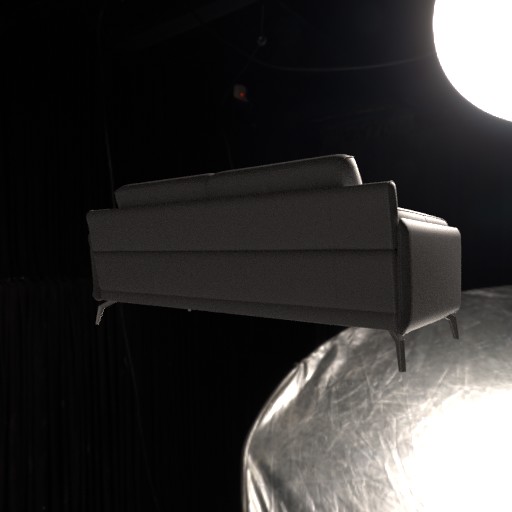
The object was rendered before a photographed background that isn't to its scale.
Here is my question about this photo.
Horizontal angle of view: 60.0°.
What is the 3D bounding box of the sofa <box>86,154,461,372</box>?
[{"bbox_3d":[0.000,0.000,2.647,2.100,0.900,0.969,0,0,36],"label":"sofa"}]
